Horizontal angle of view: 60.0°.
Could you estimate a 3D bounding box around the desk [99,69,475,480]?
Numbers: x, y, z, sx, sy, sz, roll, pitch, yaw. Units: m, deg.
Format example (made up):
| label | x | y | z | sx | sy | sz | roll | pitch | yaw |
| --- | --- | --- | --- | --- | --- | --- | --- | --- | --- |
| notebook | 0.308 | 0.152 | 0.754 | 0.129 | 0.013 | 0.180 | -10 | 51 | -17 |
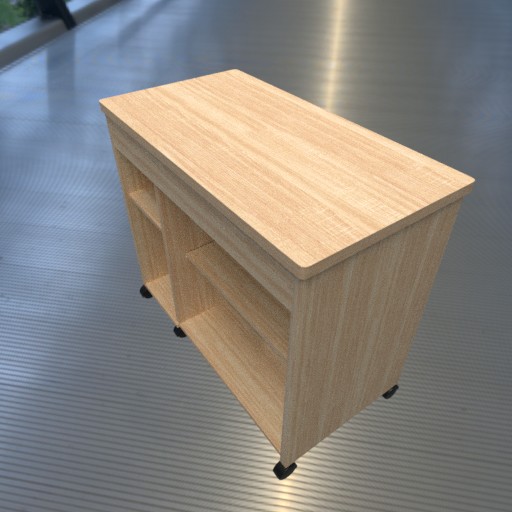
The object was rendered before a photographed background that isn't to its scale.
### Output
| label | x | y | z | sx | sy | sz | roll | pitch | yaw |
| --- | --- | --- | --- | --- | --- | --- | --- | --- | --- |
| desk | 0.000 | 0.000 | 1.321 | 0.480 | 0.770 | 0.884 | -25 | 46 | -27 |
